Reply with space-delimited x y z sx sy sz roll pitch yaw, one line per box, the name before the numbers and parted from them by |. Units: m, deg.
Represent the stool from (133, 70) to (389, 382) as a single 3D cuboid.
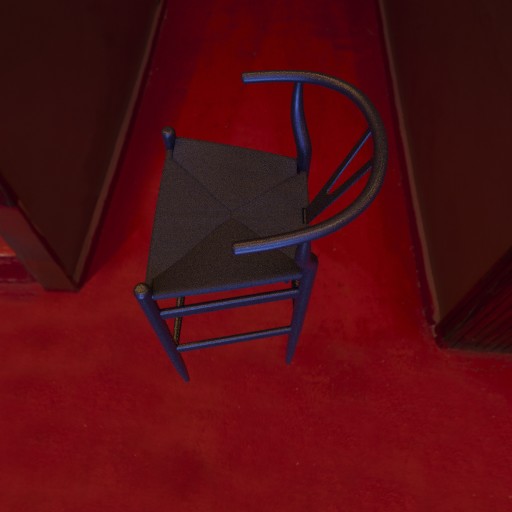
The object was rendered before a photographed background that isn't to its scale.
stool | 0.000 0.000 1.430 0.579 1.072 0.569 1 60 1
